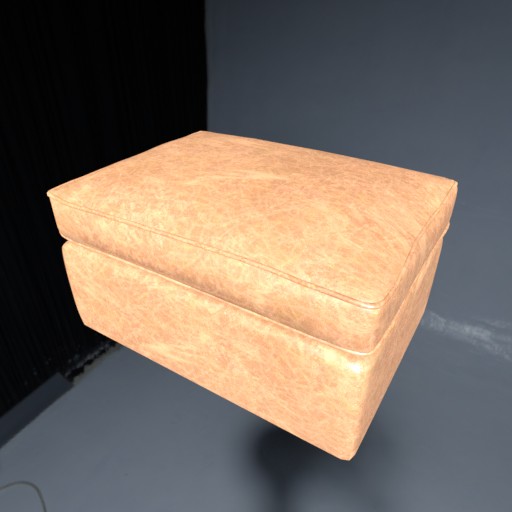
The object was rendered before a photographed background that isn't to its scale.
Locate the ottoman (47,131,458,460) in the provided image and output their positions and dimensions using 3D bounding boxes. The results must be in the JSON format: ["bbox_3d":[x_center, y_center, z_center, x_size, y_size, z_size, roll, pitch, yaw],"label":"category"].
[{"bbox_3d":[0.000,0.000,1.061,0.756,0.468,0.554,18,36,27],"label":"ottoman"}]
